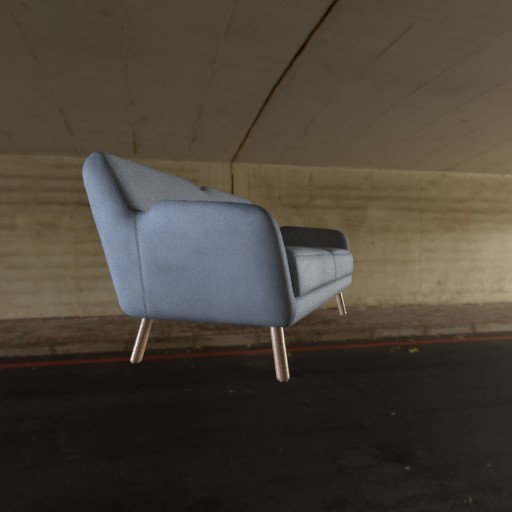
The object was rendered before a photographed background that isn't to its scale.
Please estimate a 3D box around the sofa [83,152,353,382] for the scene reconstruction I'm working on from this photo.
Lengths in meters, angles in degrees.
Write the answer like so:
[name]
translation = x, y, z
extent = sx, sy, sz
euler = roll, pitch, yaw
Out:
[sofa]
translation = 0.000, 0.000, 2.333
extent = 0.850, 0.810, 1.870
euler = 0, 1, 18
